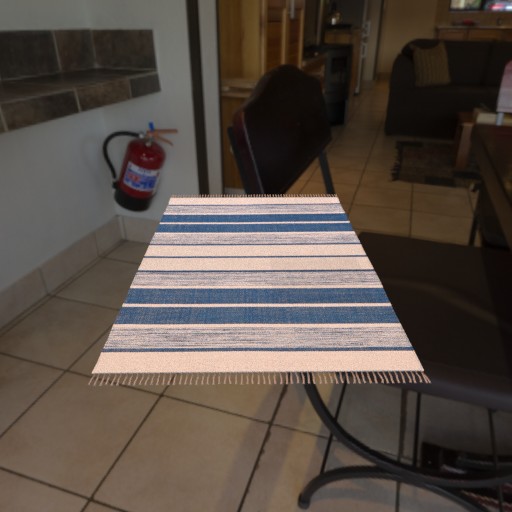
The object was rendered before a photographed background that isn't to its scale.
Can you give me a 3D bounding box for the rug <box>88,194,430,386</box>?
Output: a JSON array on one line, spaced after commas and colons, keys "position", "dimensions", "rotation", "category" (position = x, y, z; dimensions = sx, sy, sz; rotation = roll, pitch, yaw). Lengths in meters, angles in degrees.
[{"position": [0.000, 0.000, 3.043], "dimensions": [1.532, 0.010, 2.441], "rotation": [0, 28, -1], "category": "rug"}]
